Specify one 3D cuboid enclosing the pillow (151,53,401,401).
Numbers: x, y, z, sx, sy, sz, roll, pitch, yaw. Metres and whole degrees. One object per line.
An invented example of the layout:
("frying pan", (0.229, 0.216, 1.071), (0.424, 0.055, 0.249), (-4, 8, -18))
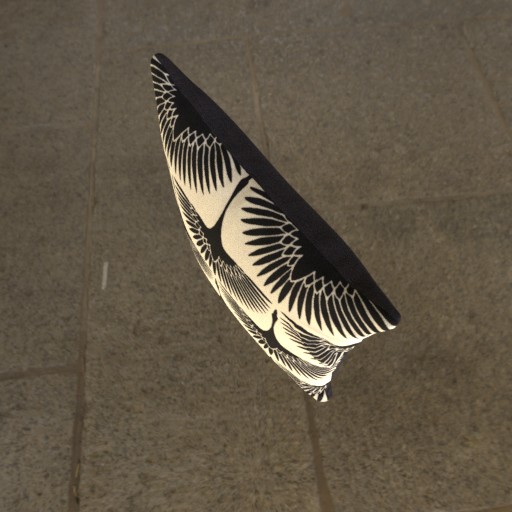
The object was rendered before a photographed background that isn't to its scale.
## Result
("pillow", (0.000, 0.000, 0.660), (0.139, 0.432, 0.432), (-33, 68, -15))
